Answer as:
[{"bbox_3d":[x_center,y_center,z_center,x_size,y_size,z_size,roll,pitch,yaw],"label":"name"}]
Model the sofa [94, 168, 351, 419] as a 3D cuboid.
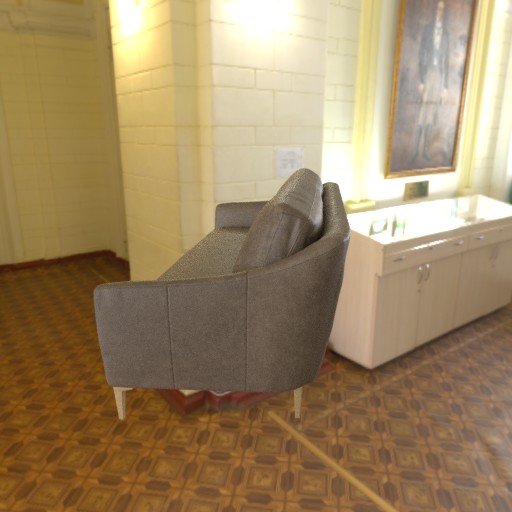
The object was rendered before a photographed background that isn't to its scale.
[{"bbox_3d":[0.000,0.000,2.568,0.960,0.902,2.036,2,16,8],"label":"sofa"}]
